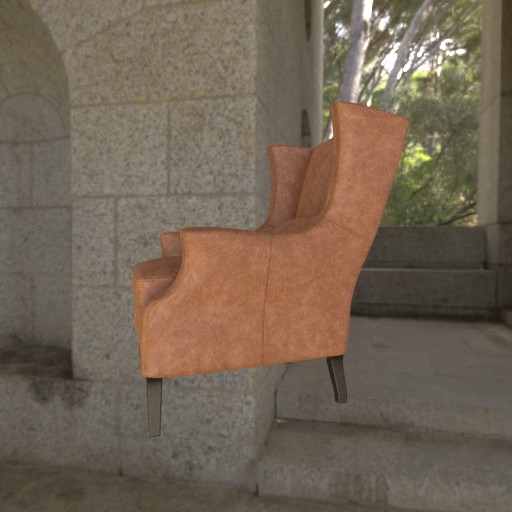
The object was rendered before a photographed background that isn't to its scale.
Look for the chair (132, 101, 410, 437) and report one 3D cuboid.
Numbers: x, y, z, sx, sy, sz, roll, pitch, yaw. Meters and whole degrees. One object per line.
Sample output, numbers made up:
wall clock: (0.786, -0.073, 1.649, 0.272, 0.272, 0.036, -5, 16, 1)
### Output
chair: (0.000, 0.000, 1.731, 0.926, 1.016, 0.853, -1, 2, -17)
